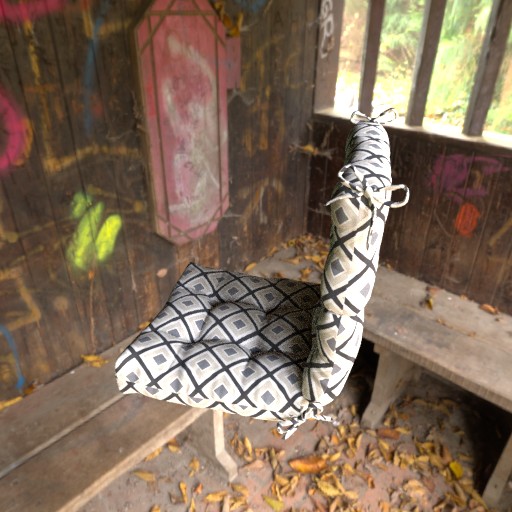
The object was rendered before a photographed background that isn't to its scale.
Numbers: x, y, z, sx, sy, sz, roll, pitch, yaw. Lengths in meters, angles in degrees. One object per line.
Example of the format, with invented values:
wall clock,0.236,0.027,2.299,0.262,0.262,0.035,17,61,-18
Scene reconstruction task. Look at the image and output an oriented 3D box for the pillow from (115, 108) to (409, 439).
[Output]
pillow,0.000,0.000,1.028,0.571,0.605,0.519,7,31,12
